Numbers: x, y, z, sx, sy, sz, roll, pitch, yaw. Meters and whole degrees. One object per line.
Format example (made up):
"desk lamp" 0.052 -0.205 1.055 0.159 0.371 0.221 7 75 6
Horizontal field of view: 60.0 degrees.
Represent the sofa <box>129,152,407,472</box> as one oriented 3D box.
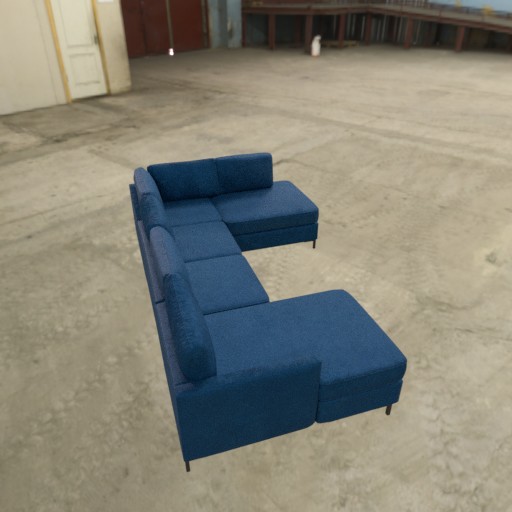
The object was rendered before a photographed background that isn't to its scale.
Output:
"sofa" 0.000 0.000 4.242 2.055 0.992 3.434 -9 32 -16
